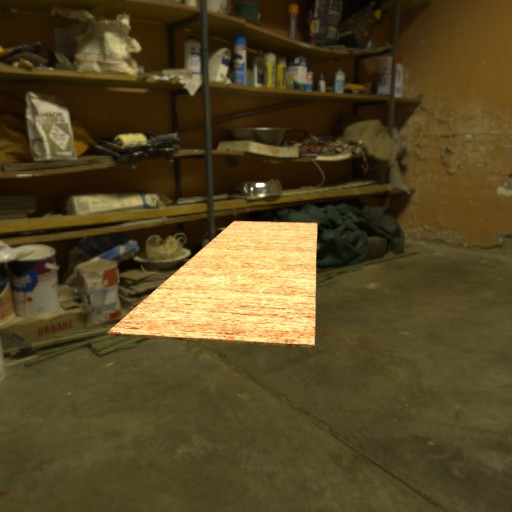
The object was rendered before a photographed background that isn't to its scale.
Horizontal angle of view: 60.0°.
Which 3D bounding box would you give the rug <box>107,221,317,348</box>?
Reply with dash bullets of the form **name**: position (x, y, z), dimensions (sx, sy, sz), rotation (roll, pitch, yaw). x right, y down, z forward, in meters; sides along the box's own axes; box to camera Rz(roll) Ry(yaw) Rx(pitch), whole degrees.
- **rug**: position (0.000, 0.000, 2.482), dimensions (0.680, 0.014, 2.237), rotation (2, 14, 8)
